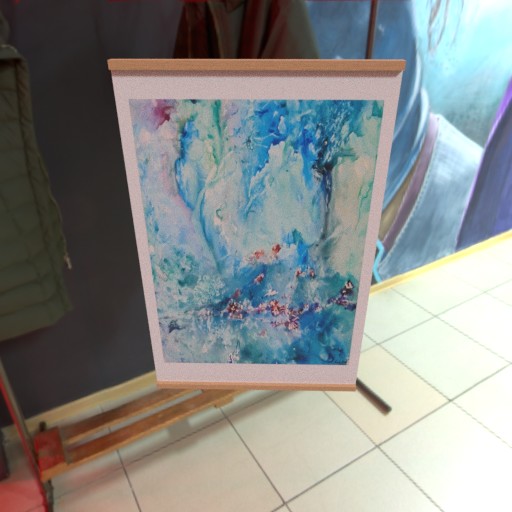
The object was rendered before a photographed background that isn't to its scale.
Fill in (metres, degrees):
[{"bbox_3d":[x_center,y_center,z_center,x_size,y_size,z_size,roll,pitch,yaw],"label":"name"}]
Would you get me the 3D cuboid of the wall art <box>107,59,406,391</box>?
[{"bbox_3d":[0.000,0.000,1.857,0.991,1.510,0.040,1,29,1],"label":"wall art"}]
